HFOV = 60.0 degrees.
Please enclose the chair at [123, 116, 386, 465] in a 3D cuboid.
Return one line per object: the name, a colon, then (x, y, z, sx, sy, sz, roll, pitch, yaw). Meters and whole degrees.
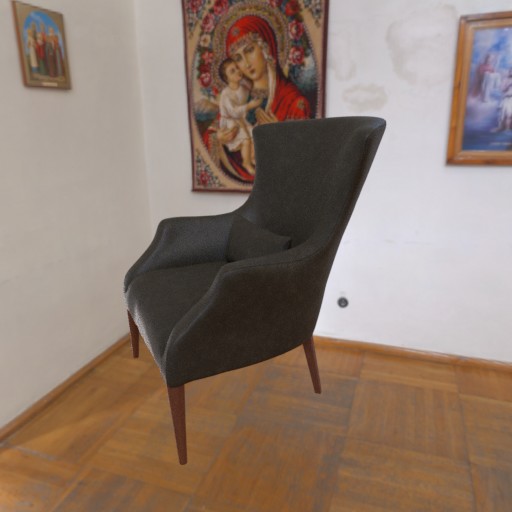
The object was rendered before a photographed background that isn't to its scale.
chair: (0.000, 0.000, 1.771, 0.954, 1.068, 0.819, -8, 19, -25)
